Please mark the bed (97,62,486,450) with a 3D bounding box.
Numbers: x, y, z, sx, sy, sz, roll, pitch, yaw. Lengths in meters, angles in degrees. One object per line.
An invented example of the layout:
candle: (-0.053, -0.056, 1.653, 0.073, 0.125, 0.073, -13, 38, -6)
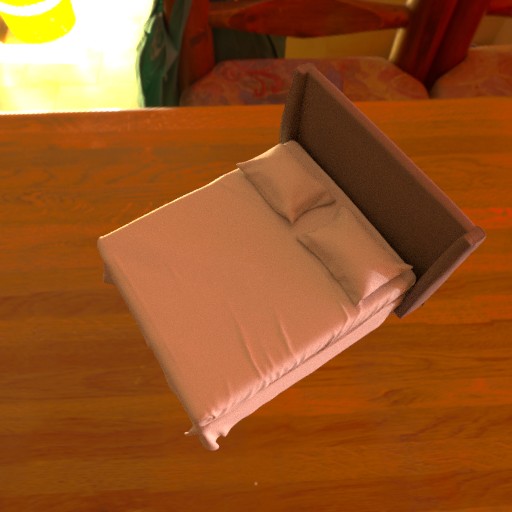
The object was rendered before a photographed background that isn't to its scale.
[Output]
bed: (0.000, 0.000, 3.445, 2.276, 1.332, 1.925, -30, 67, -14)
